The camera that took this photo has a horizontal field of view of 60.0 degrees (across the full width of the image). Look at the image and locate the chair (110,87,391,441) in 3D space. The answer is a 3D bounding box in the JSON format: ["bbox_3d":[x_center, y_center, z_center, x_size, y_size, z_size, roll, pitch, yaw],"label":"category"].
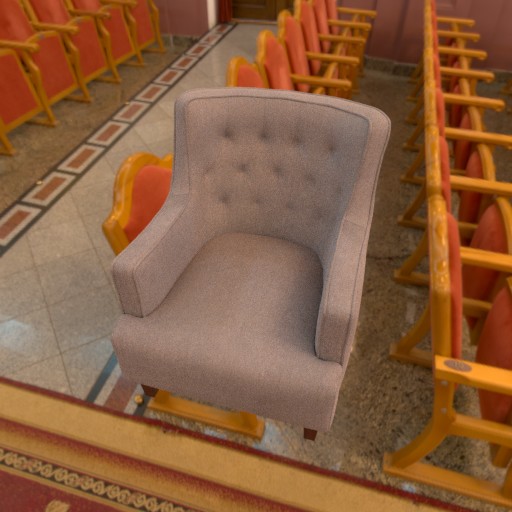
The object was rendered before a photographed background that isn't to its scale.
[{"bbox_3d":[0.000,0.000,1.619,0.781,0.919,0.910,11,42,12],"label":"chair"}]
